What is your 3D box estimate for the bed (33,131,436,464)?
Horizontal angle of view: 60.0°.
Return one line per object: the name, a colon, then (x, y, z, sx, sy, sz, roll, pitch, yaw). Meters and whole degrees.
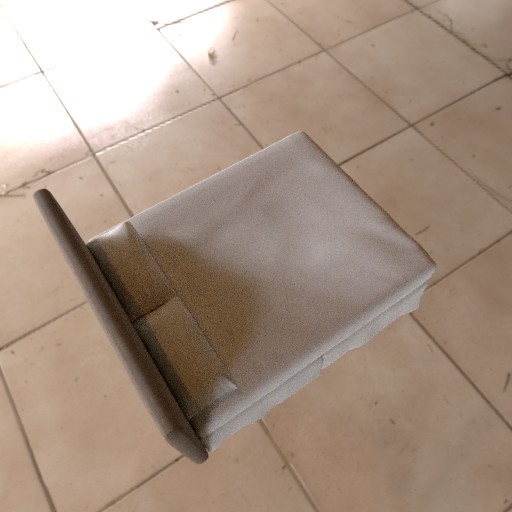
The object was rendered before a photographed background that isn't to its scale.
bed: (0.000, 0.000, 3.117, 2.142, 1.330, 1.723, -31, 65, -16)
